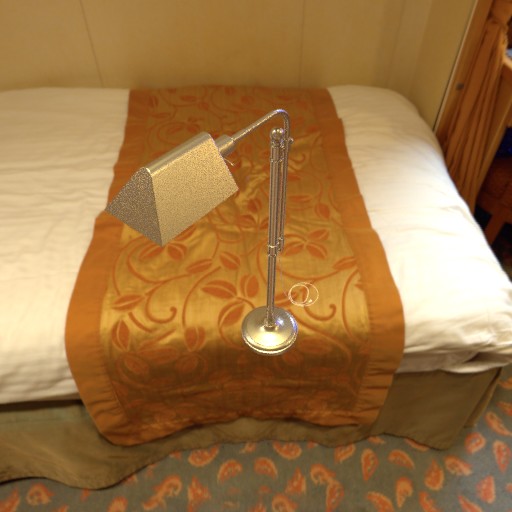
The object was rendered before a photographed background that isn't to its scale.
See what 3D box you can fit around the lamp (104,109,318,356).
[{"bbox_3d":[0.000,0.000,0.956,0.159,0.708,0.546,31,54,26],"label":"lamp"}]
